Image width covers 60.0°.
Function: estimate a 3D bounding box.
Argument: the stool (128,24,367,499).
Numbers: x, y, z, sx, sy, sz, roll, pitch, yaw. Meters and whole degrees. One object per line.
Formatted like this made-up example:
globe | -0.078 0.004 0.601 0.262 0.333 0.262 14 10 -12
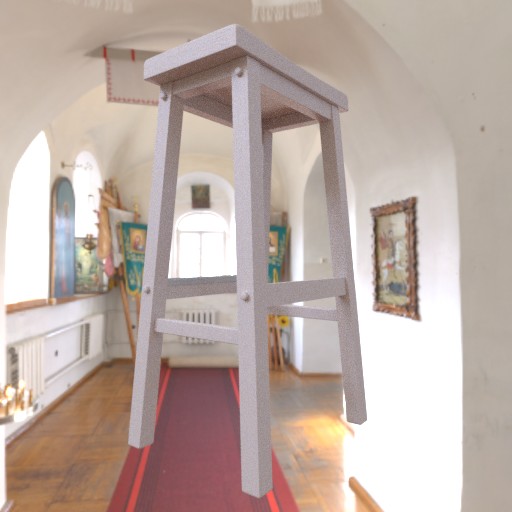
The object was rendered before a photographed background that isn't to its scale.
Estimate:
stool | 0.000 0.000 0.933 0.322 0.742 0.406 0 0 37
